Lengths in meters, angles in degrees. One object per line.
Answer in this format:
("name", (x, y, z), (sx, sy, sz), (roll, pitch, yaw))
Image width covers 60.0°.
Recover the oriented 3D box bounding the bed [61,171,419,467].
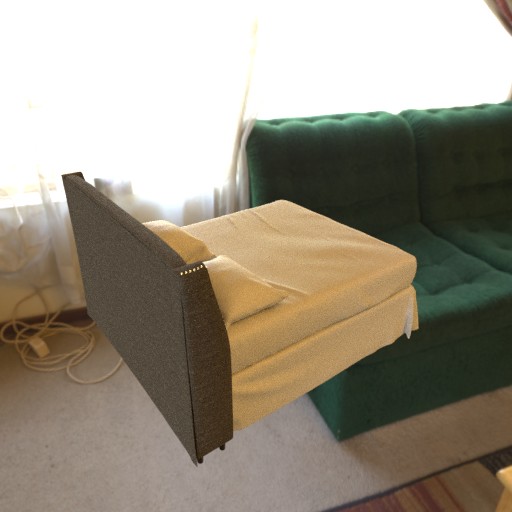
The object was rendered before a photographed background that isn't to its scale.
("bed", (0.000, 0.000, 3.533), (2.276, 1.332, 1.925), (-19, 33, -32))
